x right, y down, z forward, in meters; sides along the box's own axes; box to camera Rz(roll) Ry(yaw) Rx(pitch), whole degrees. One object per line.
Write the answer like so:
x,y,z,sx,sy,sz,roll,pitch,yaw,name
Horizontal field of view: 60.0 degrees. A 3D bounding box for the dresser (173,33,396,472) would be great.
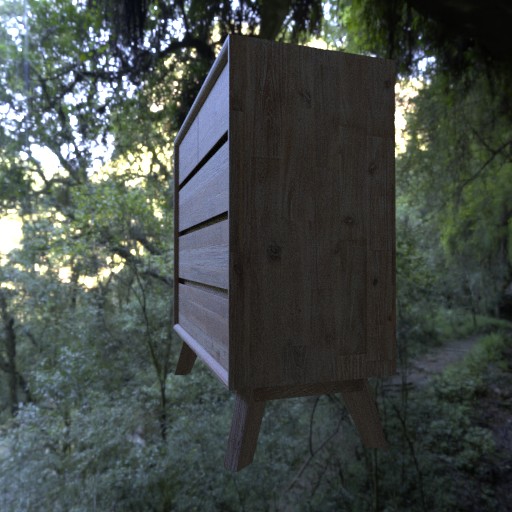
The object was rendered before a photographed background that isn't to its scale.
0.000,0.000,1.574,0.455,1.029,0.998,0,-1,-18,dresser
